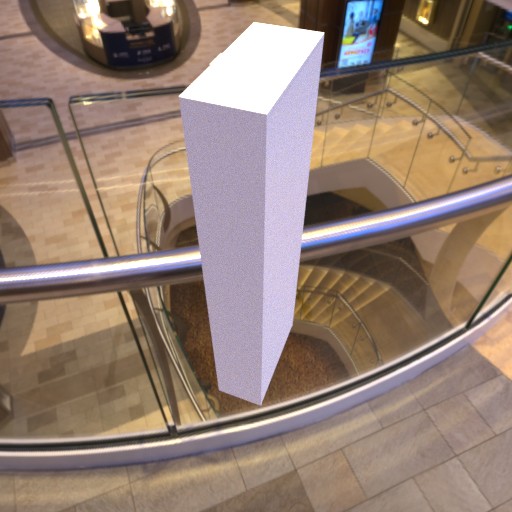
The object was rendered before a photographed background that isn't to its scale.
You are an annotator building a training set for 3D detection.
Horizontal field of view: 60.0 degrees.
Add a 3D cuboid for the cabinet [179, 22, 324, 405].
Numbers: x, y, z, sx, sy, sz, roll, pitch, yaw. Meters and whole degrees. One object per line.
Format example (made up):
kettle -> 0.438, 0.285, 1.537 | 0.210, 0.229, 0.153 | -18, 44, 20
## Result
cabinet -> 0.000, 0.000, 1.847 | 0.255, 1.630, 0.520 | 16, 50, 14
